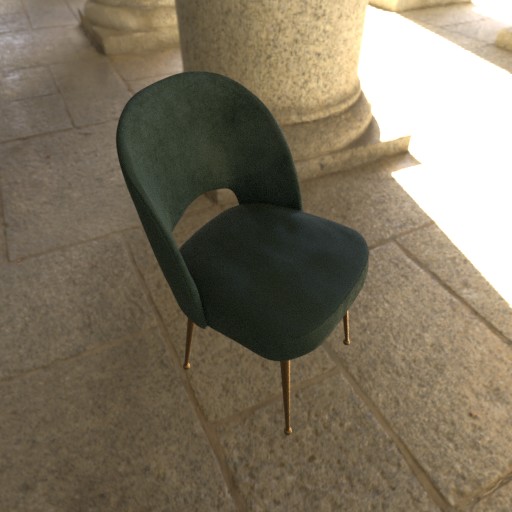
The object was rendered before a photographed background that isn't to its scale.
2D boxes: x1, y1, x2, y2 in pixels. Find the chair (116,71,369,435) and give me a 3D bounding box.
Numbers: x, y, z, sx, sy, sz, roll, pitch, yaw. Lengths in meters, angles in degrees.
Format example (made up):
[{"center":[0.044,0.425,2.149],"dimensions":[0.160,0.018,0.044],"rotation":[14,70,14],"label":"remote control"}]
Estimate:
[{"center":[0.000,0.000,1.245],"dimensions":[0.577,0.860,0.527],"rotation":[25,48,25],"label":"chair"}]
